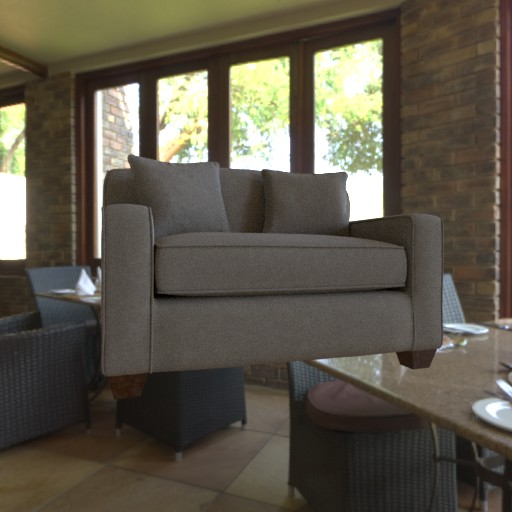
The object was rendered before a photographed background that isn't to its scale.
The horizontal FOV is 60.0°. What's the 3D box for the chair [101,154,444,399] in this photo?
[{"bbox_3d":[0.000,0.000,2.092,1.395,0.953,0.992,0,0,-19],"label":"chair"}]
